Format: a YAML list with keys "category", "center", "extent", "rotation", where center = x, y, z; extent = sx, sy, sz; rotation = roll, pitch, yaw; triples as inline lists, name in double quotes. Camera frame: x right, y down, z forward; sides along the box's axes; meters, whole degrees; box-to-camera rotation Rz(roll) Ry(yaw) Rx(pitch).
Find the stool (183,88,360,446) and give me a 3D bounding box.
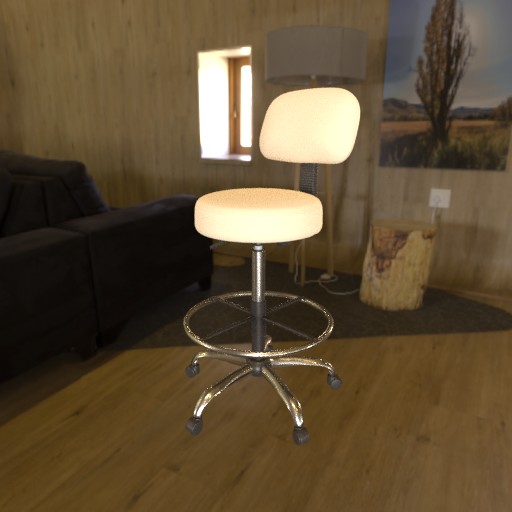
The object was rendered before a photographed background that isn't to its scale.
- category: "stool"
  center: [0.000, 0.000, 1.482]
  extent: [0.616, 1.080, 0.609]
  rotation: [-16, 23, -43]
